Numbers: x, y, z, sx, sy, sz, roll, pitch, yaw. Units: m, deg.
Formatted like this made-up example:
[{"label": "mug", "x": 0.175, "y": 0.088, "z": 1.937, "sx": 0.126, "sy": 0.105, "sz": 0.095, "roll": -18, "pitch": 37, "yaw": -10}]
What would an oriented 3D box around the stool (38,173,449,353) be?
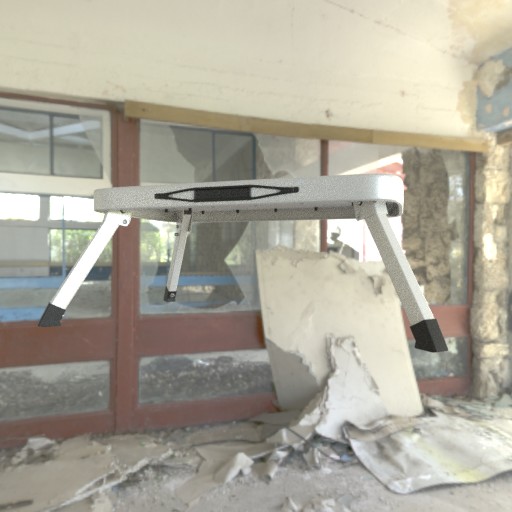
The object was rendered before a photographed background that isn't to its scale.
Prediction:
[{"label": "stool", "x": 0.000, "y": 0.000, "z": 0.608, "sx": 0.460, "sy": 0.170, "sz": 0.320, "roll": 0, "pitch": 0, "yaw": 18}]
